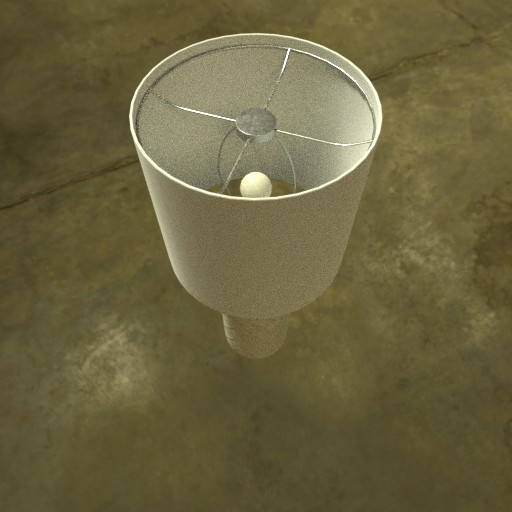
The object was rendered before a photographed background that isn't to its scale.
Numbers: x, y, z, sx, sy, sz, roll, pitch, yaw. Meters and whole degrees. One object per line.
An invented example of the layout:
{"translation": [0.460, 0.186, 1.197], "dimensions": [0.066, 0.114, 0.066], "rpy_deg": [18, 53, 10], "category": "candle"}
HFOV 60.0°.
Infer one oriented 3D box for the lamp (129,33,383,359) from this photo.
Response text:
{"translation": [0.000, 0.000, 0.558], "dimensions": [0.207, 0.461, 0.207], "rpy_deg": [16, 58, 10], "category": "lamp"}
